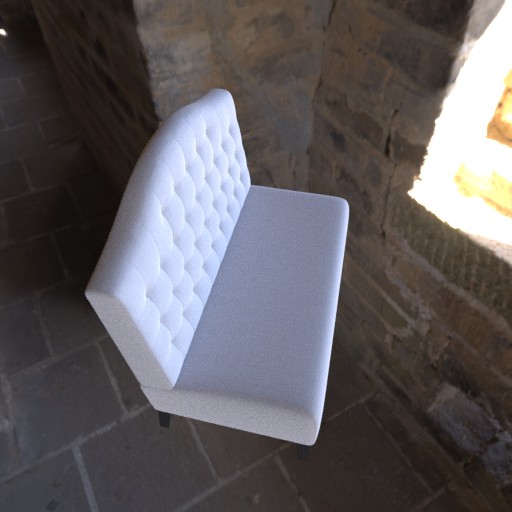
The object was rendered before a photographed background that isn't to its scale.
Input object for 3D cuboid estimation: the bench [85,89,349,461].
[{"bbox_3d":[0.000,0.000,2.052,0.815,1.180,1.335,10,48,9],"label":"bench"}]
